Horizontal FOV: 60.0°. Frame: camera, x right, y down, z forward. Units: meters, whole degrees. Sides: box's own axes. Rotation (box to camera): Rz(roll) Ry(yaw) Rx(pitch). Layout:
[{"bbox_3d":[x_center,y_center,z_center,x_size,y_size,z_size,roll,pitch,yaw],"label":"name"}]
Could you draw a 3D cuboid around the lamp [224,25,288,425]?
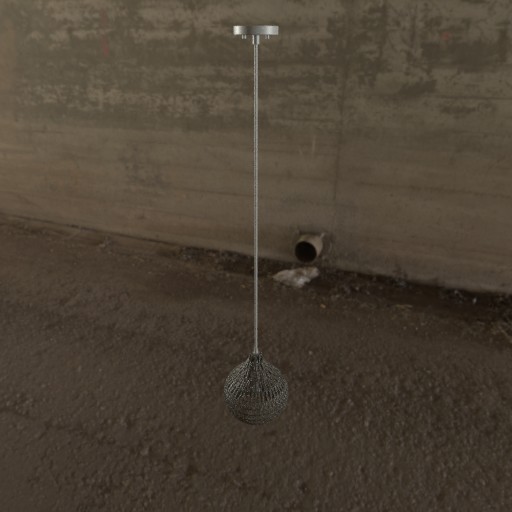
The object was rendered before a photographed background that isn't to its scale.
[{"bbox_3d":[0.000,0.000,2.084,0.355,1.919,0.355,-8,27,-15],"label":"lamp"}]
